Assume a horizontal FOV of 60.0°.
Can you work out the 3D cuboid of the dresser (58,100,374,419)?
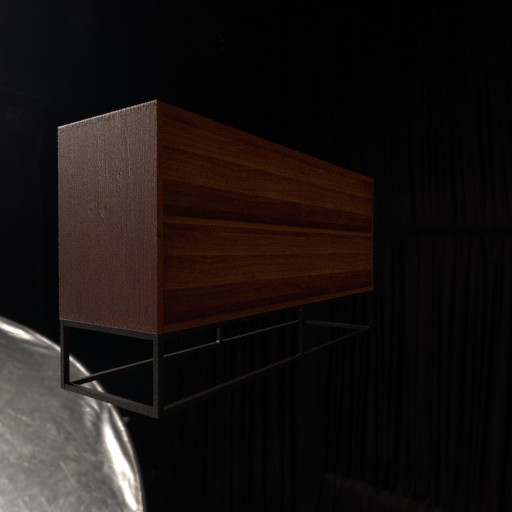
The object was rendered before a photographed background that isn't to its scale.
[{"bbox_3d":[0.000,0.000,1.884,0.464,0.810,1.536,1,1,35],"label":"dresser"}]
